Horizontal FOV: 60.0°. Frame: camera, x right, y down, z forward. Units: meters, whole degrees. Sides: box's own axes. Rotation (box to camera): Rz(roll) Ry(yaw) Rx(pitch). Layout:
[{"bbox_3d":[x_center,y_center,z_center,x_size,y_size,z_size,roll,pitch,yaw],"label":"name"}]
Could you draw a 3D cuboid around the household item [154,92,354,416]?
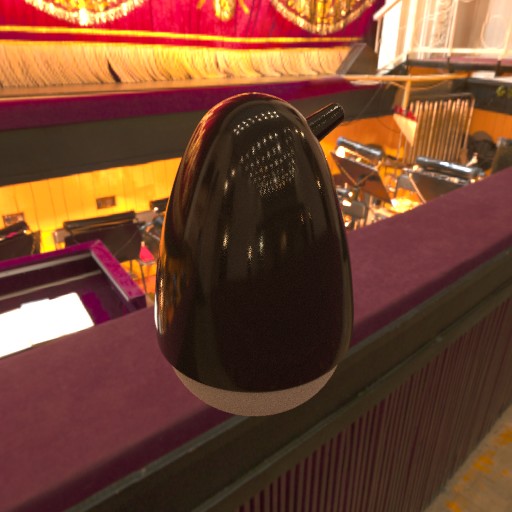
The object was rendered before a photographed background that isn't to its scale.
[{"bbox_3d":[0.000,0.000,0.218,0.104,0.152,0.102,-18,32,-32],"label":"household item"}]
